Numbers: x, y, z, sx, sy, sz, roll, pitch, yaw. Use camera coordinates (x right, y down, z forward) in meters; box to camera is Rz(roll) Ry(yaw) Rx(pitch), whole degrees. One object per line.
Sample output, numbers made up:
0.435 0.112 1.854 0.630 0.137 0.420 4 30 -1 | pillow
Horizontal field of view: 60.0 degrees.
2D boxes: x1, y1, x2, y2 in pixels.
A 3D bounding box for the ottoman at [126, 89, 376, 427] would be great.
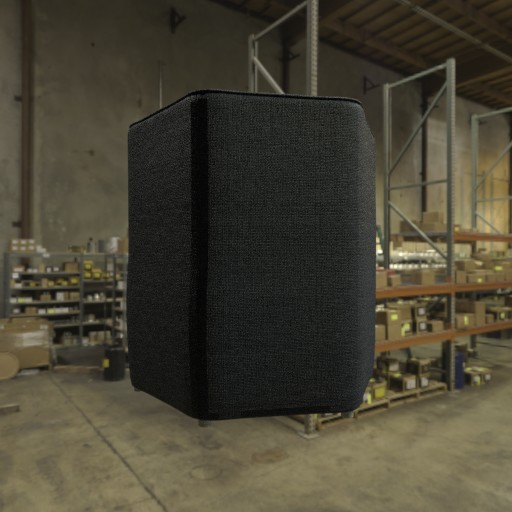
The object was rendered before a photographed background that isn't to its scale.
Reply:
0.000 0.000 0.873 0.454 0.505 0.492 0 0 -36 | ottoman
